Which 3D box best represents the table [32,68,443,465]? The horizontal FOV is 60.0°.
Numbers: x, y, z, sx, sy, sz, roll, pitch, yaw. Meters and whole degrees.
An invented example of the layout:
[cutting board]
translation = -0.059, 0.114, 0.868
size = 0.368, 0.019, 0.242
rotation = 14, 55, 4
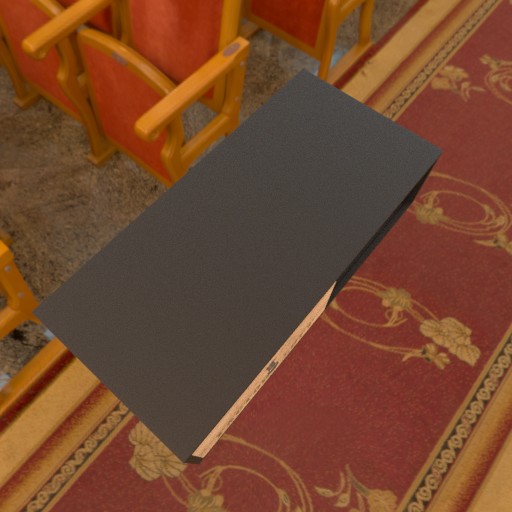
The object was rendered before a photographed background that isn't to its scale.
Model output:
[table]
translation = 0.000, 0.000, 1.384
size = 0.550, 0.400, 1.100
rotation = 37, 70, 16
